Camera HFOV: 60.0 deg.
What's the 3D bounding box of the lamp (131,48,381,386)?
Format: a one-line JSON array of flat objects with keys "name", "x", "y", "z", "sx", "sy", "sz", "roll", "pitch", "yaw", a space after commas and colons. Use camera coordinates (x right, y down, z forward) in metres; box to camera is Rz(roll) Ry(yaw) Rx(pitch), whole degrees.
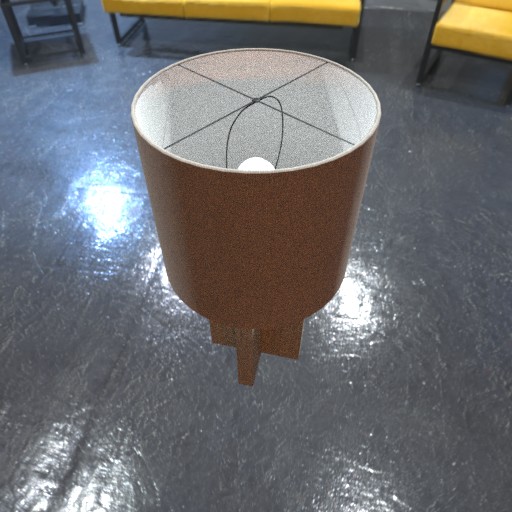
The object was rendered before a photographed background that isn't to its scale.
[{"name": "lamp", "x": 0.000, "y": 0.000, "z": 0.566, "sx": 0.229, "sy": 0.428, "sz": 0.229, "roll": 9, "pitch": 48, "yaw": 9}]
